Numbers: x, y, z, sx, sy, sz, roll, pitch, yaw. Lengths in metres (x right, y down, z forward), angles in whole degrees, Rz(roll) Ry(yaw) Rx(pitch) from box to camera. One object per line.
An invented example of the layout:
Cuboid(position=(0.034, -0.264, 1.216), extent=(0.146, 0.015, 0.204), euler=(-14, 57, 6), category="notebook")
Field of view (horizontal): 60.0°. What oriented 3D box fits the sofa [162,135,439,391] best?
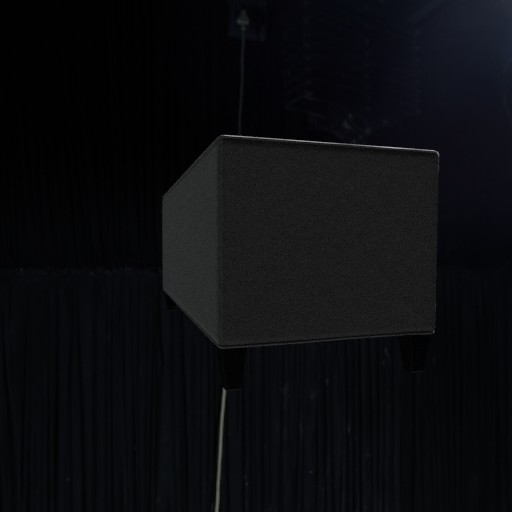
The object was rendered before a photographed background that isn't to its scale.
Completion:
Cuboid(position=(0.000, 0.000, 2.250), extent=(0.775, 0.762, 1.778), euler=(0, 2, -17), category="sofa")
